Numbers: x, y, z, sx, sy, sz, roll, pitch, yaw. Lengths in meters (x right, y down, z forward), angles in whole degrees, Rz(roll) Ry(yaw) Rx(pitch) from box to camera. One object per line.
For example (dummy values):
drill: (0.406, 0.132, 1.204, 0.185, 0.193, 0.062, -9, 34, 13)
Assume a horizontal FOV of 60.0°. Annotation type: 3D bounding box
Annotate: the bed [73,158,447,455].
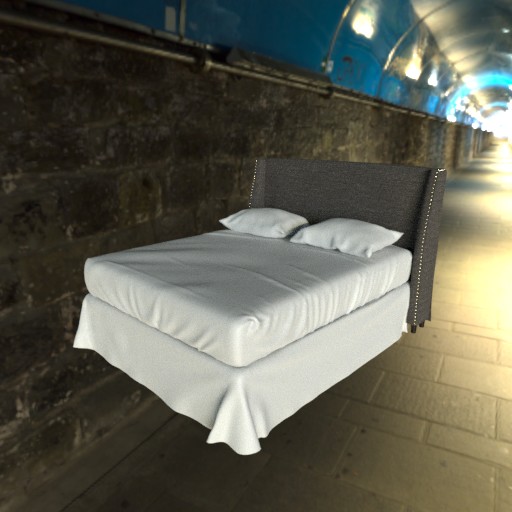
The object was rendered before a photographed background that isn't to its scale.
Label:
bed: (0.000, 0.000, 3.406, 1.925, 1.332, 2.276, 15, 21, 42)
